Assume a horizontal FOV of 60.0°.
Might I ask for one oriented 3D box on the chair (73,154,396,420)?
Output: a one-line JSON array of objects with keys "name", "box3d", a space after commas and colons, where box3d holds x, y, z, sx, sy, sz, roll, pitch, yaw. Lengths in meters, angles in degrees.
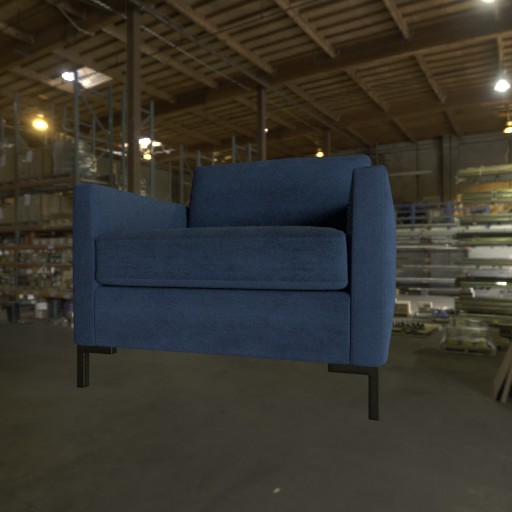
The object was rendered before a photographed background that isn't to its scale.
[{"name": "chair", "box3d": [0.000, 0.000, 1.608, 0.964, 0.812, 0.875, 0, 0, 18]}]
